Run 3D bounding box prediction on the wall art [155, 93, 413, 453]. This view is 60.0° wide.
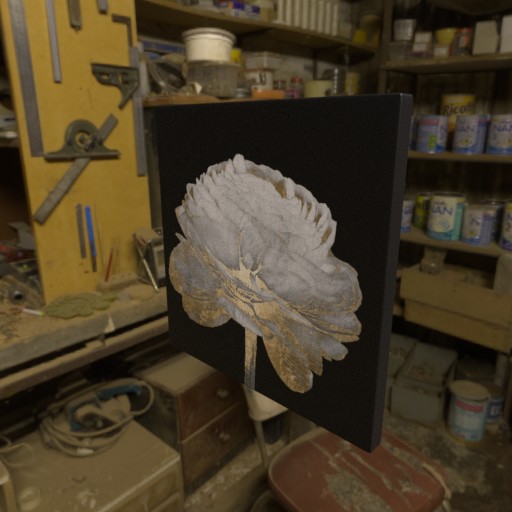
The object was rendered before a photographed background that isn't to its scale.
[{"bbox_3d":[0.000,0.000,0.925,0.610,0.611,0.043,15,22,42],"label":"wall art"}]
